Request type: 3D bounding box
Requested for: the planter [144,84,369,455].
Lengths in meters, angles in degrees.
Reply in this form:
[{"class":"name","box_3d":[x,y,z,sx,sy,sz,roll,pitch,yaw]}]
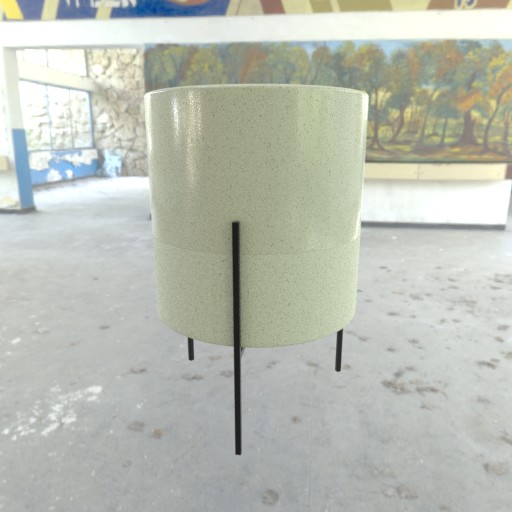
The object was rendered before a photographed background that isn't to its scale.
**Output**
[{"class":"planter","box_3d":[0.000,0.000,0.694,0.314,0.475,0.323,2,15,8]}]
